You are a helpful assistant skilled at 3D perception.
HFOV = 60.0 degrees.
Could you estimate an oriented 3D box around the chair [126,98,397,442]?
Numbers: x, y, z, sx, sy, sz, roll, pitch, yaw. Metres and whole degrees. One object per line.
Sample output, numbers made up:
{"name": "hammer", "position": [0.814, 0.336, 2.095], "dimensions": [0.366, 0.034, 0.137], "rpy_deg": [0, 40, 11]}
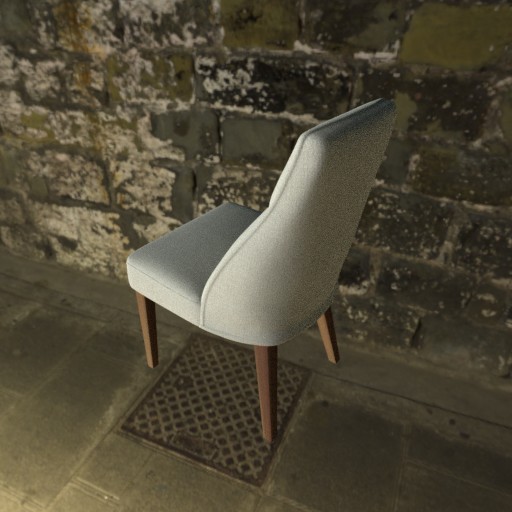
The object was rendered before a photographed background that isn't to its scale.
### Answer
{"name": "chair", "position": [0.000, 0.000, 1.318], "dimensions": [0.620, 0.930, 0.500], "rpy_deg": [22, 38, 31]}
